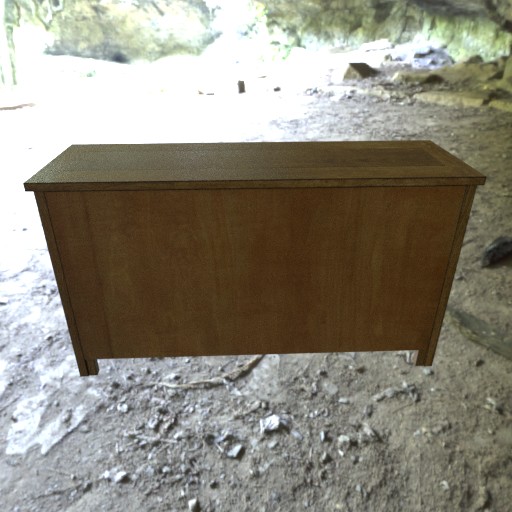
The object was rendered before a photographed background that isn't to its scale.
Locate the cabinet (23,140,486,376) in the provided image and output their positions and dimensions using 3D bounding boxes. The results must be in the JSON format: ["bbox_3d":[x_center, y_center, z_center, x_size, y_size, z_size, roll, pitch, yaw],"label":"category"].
[{"bbox_3d":[0.000,0.000,1.811,1.474,0.813,0.480,-1,29,-2],"label":"cabinet"}]
